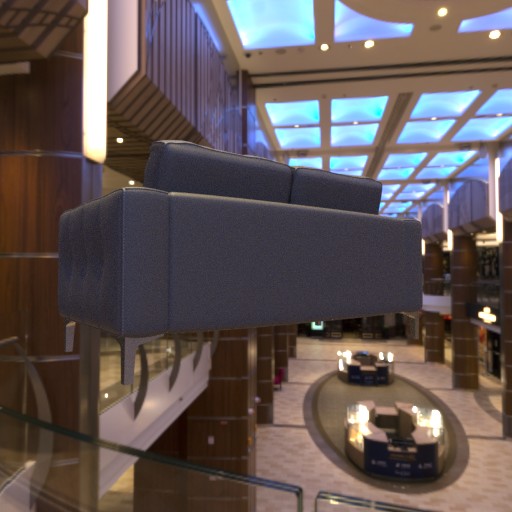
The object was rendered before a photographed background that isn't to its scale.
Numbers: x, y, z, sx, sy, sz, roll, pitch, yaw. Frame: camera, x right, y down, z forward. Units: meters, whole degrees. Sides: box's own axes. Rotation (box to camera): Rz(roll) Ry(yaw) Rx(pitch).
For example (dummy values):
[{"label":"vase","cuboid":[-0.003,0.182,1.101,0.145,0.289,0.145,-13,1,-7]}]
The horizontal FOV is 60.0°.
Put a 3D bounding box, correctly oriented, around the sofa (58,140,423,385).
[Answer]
[{"label":"sofa","cuboid":[0.000,0.000,2.250,1.726,0.893,0.833,1,-2,-37]}]
